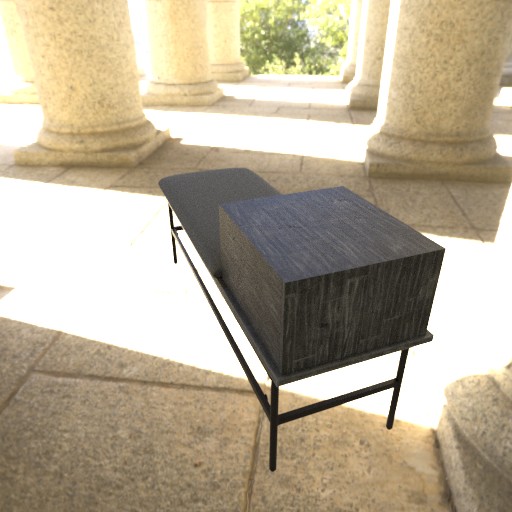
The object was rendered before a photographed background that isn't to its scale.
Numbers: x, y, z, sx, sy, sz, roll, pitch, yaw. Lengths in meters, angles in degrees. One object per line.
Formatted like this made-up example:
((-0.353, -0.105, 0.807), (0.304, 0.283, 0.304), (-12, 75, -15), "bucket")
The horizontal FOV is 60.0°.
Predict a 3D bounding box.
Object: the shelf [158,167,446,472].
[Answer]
((0.000, 0.000, 1.618), (0.457, 0.633, 1.342), (-11, 30, -19), "shelf")
